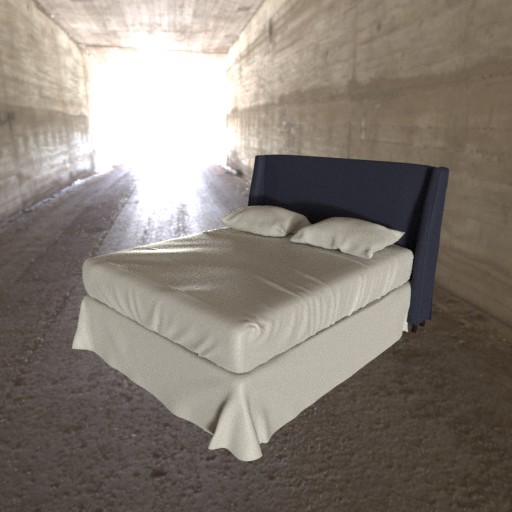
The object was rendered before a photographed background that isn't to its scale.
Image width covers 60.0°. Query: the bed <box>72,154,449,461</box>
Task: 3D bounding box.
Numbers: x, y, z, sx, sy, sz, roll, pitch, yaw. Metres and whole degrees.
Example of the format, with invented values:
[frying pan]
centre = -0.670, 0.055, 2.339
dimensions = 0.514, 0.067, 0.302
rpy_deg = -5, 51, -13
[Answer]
[bed]
centre = 0.000, 0.000, 3.371
dimensions = 1.925, 1.332, 2.276
rpy_deg = 16, 23, 41
